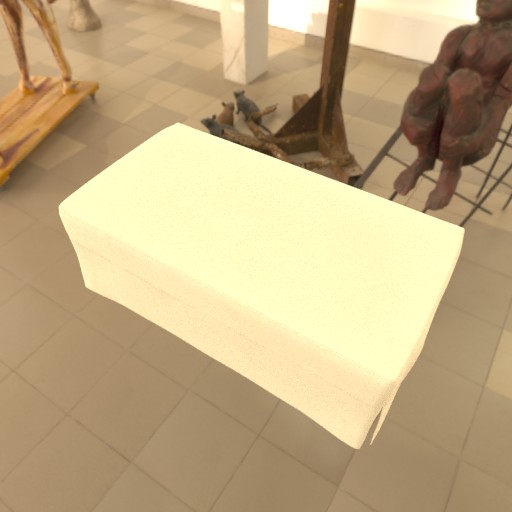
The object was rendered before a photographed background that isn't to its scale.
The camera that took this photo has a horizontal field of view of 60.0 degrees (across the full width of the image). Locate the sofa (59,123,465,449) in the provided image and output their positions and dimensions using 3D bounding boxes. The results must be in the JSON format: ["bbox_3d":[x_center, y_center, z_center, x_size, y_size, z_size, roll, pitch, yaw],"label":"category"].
[{"bbox_3d":[0.000,0.000,2.144,1.677,0.552,0.939,25,52,21],"label":"sofa"}]
